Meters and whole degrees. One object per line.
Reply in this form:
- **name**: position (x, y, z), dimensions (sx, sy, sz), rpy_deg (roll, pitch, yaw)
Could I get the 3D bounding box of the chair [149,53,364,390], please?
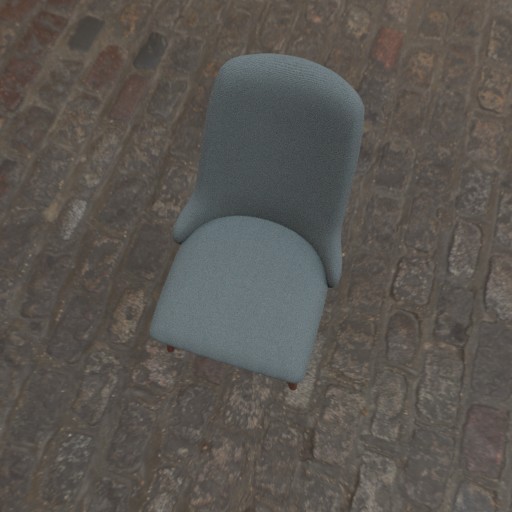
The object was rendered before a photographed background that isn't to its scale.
- **chair**: position (0.000, 0.000, 1.342), dimensions (0.535, 0.918, 0.707), rpy_deg (17, 76, 4)
